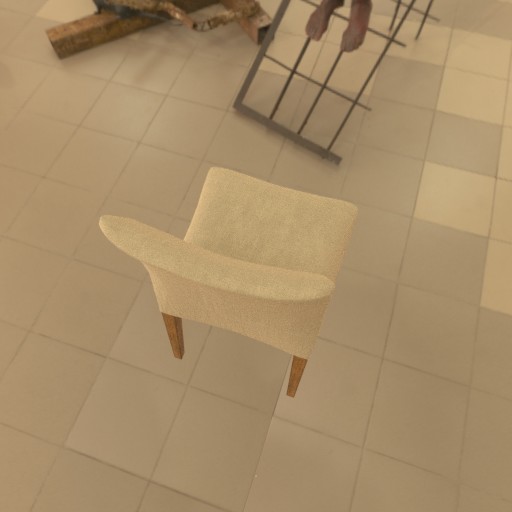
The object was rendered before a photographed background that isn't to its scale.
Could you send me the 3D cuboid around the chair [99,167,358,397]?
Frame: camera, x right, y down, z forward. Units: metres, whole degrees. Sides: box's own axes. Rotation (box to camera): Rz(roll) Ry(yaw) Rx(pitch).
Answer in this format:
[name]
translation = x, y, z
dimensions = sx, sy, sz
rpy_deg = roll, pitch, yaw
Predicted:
[chair]
translation = 0.000, 0.000, 1.265
dimensions = 0.496, 0.940, 0.585
rpy_deg = 17, 65, 8
